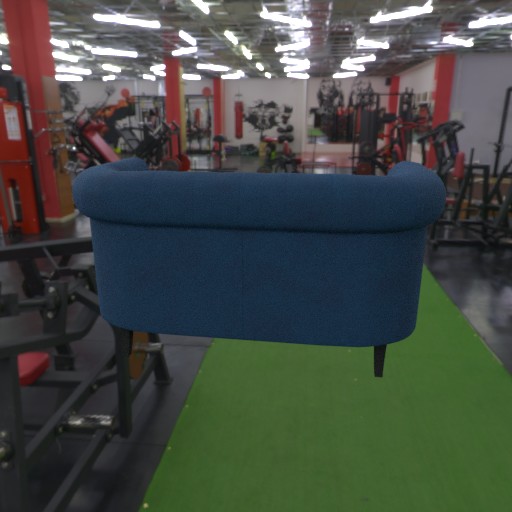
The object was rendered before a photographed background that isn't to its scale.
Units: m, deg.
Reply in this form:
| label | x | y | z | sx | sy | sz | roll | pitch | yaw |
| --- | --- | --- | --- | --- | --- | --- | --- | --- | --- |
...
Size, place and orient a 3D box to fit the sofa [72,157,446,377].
| label | x | y | z | sx | sy | sz | roll | pitch | yaw |
| --- | --- | --- | --- | --- | --- | --- | --- | --- | --- |
| sofa | 0.000 | 0.000 | 2.021 | 1.558 | 0.827 | 0.835 | 3 | 17 | 8 |
